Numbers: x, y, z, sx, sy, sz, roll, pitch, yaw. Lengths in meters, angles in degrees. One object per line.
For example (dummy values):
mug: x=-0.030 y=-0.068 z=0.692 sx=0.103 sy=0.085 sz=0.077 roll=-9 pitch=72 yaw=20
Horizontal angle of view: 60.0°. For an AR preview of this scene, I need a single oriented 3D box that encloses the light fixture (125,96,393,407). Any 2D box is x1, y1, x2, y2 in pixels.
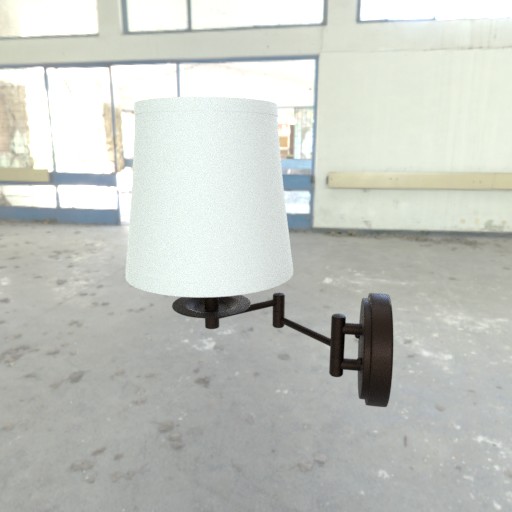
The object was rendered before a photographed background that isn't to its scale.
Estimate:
light fixture: x=0.000 y=0.000 z=0.263 sx=0.157 sy=0.172 sz=0.100 roll=2 pitch=13 yaw=10
